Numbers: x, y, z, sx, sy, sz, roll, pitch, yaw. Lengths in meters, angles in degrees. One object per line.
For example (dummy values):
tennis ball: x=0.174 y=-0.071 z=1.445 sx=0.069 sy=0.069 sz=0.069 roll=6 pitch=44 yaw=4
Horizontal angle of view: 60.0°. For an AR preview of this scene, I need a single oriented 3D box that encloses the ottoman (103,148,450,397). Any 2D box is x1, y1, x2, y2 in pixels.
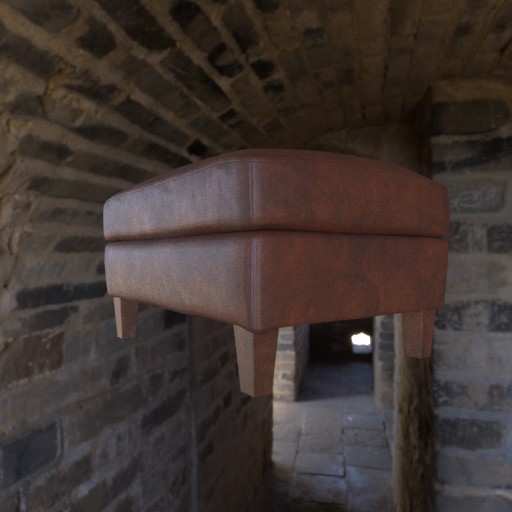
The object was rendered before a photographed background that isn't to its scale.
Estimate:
ottoman: x=0.000 y=0.000 z=1.301 sx=0.659 sy=0.527 sz=0.887 roll=0 pitch=0 yaw=-36
